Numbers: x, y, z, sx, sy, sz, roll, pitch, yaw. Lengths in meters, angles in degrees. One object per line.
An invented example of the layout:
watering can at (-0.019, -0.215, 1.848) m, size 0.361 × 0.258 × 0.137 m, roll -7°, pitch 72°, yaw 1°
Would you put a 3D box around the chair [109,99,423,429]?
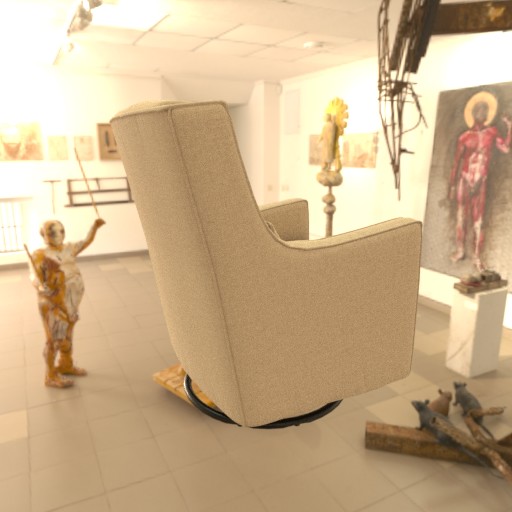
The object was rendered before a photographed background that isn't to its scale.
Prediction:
chair at (0.000, 0.000, 1.554) m, size 0.879 × 0.993 × 0.732 m, roll -7°, pitch 16°, yaw -27°
